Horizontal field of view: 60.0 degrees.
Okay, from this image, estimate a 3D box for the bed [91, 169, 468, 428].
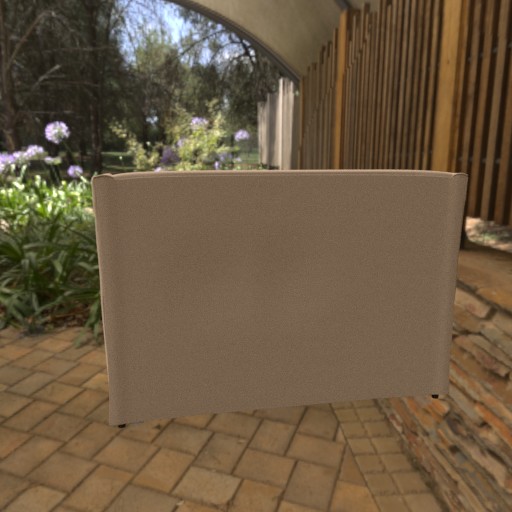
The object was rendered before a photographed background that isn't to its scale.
[{"bbox_3d":[0.000,0.000,3.390,1.925,1.332,2.276,-2,12,-9],"label":"bed"}]
